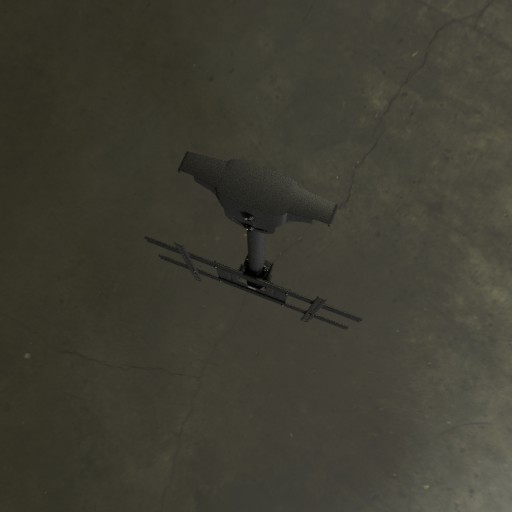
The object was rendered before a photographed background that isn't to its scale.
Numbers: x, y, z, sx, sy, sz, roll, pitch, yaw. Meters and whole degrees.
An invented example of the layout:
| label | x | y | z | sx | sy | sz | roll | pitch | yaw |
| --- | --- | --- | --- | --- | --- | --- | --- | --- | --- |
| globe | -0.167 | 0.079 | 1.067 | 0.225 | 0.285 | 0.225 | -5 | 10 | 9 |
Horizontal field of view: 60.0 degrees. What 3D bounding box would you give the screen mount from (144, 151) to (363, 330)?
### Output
| label | x | y | z | sx | sy | sz | roll | pitch | yaw |
| --- | --- | --- | --- | --- | --- | --- | --- | --- | --- |
| screen mount | 0.000 | 0.000 | 1.061 | 0.595 | 0.775 | 0.090 | 21 | 75 | 6 |
